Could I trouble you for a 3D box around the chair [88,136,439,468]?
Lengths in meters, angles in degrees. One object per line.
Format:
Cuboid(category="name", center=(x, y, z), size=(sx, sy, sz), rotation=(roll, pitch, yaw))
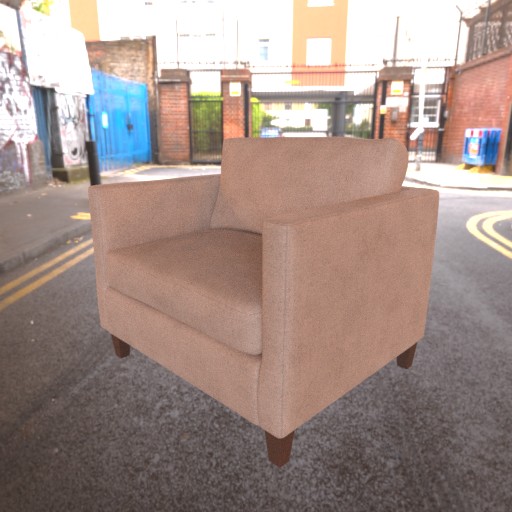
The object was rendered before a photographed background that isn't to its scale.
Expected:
Cuboid(category="chair", center=(0.000, 0.000, 1.849), size=(1.133, 0.961, 0.959), rotation=(15, 22, 43))
